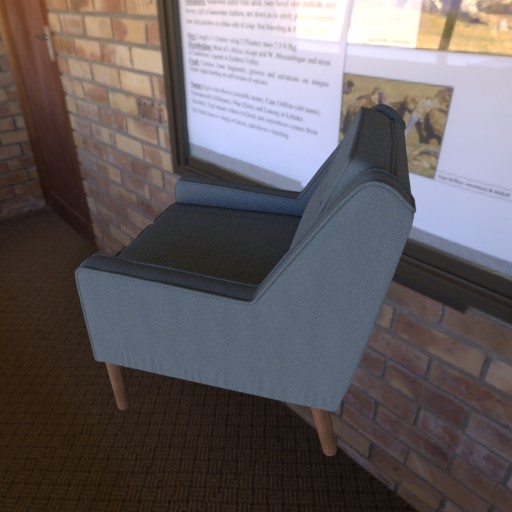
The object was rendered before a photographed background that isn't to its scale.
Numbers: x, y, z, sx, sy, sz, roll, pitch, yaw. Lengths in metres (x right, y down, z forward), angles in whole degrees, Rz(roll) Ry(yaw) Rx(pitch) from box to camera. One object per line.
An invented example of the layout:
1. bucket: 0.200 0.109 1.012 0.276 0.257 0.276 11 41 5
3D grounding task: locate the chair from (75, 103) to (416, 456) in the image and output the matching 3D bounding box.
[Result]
1. chair: 0.000 0.000 1.268 0.733 0.780 0.663 8 31 13
